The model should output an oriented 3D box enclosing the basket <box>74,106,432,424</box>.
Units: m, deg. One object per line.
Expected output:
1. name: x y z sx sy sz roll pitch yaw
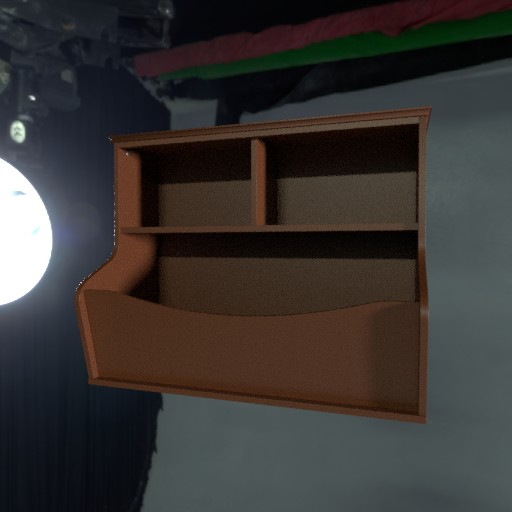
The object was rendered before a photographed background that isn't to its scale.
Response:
1. basket: 0.000 0.000 1.086 0.792 0.625 0.376 0 1 18
